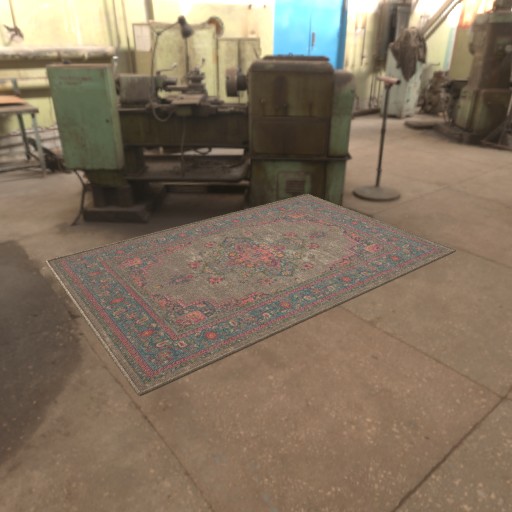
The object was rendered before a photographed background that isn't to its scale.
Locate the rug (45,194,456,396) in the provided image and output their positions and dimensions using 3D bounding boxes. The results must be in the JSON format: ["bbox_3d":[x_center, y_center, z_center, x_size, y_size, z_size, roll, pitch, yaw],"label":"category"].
[{"bbox_3d":[0.000,0.000,2.241,1.748,0.014,1.144,-18,32,-32],"label":"rug"}]
